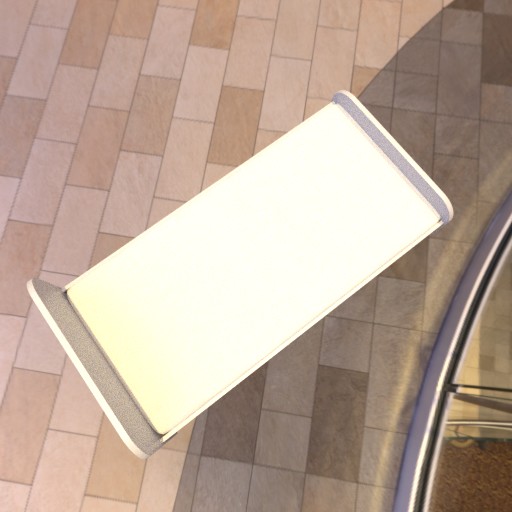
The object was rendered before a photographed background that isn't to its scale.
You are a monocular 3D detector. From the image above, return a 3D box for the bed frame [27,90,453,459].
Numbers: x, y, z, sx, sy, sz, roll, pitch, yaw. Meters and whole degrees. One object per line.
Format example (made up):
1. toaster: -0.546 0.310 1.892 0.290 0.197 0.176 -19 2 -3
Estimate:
1. bed frame: 0.000 0.000 2.451 1.963 0.805 0.998 -36 79 -8
